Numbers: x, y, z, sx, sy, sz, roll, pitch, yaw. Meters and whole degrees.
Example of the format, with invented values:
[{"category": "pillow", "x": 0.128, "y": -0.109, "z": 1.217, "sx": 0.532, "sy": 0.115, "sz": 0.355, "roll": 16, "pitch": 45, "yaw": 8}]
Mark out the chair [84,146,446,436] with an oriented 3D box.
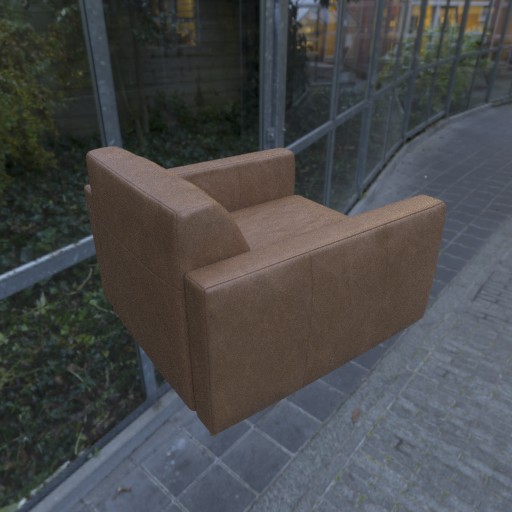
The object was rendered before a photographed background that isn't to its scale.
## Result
[{"category": "chair", "x": 0.000, "y": 0.000, "z": 1.687, "sx": 0.998, "sy": 0.819, "sz": 0.953, "roll": -19, "pitch": 33, "yaw": -31}]
